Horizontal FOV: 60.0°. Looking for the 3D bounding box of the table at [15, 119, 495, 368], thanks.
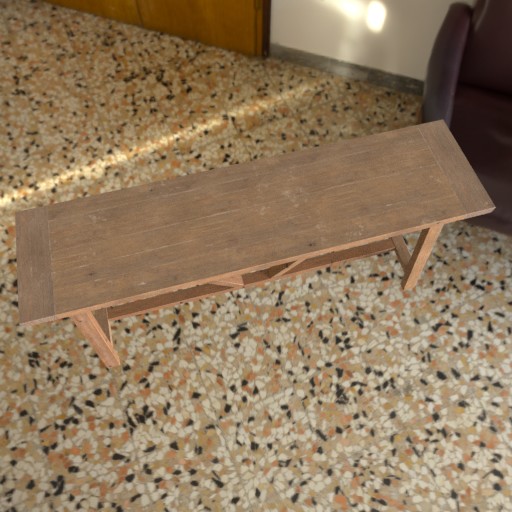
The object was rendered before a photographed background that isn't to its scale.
[{"bbox_3d":[0.000,0.000,2.077,1.800,0.810,0.465,-14,65,-7],"label":"table"}]
